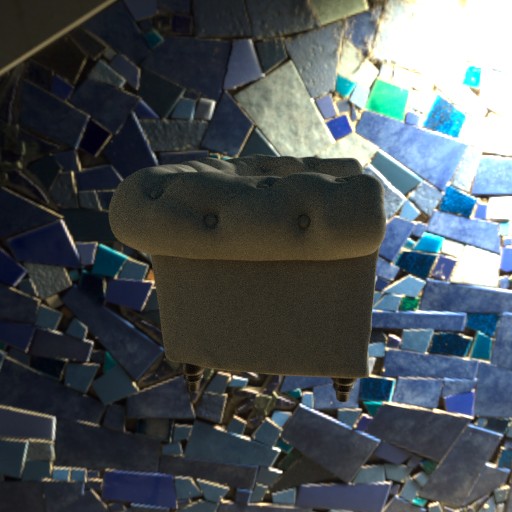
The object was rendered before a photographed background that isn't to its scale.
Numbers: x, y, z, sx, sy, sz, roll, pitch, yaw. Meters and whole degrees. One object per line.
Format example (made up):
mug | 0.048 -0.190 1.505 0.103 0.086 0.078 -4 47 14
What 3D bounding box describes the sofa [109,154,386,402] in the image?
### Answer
sofa | 0.000 0.000 2.064 1.034 0.878 1.405 3 16 9
